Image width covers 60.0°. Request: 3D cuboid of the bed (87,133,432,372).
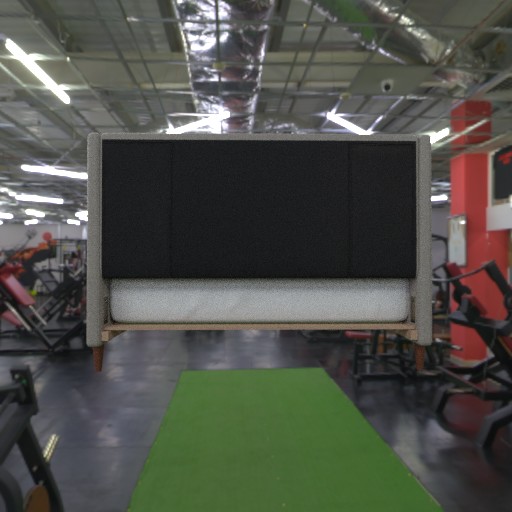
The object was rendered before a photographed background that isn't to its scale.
[{"bbox_3d":[0.000,0.000,3.215,1.656,1.147,2.232,0,-1,-1],"label":"bed"}]
